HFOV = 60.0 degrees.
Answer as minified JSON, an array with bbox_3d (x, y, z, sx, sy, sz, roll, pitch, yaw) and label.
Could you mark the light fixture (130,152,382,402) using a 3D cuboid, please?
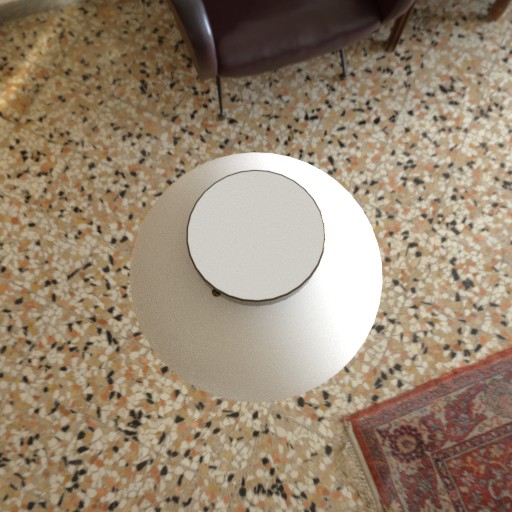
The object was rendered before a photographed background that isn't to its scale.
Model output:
[{"bbox_3d":[0.000,0.000,0.555,0.355,0.177,0.355,0,74,0],"label":"light fixture"}]
